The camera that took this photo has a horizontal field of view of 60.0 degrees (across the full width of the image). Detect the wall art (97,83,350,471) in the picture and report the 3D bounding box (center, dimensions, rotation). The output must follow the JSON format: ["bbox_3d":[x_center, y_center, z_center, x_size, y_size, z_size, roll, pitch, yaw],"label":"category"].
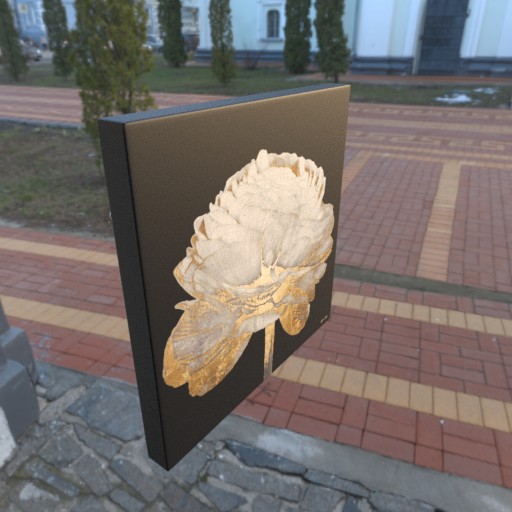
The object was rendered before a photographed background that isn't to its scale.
[{"bbox_3d":[0.000,0.000,0.596,0.041,0.407,0.406,18,32,32],"label":"wall art"}]
